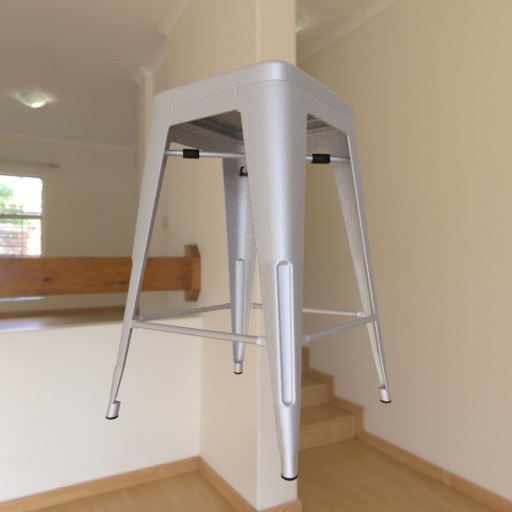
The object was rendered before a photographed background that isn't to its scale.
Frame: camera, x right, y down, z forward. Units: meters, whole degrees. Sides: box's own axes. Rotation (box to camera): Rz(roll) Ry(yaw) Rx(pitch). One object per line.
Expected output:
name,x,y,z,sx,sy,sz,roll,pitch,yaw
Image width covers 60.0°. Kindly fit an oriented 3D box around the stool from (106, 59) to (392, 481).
stool,0.000,0.000,0.876,0.410,0.608,0.410,0,0,35
